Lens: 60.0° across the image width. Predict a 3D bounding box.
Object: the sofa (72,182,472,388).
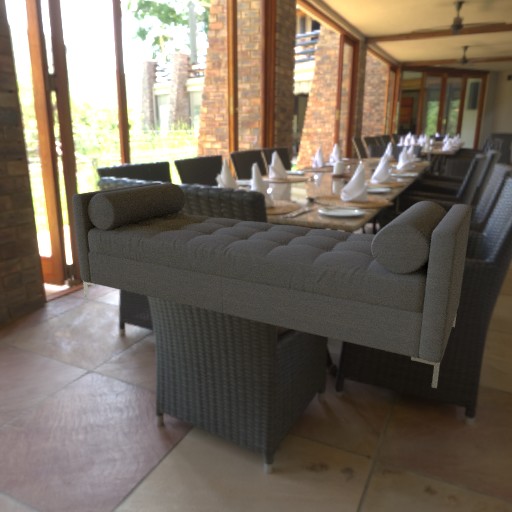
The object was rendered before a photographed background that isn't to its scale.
[{"bbox_3d":[0.000,0.000,2.367,1.981,0.635,0.686,9,18,28],"label":"sofa"}]
